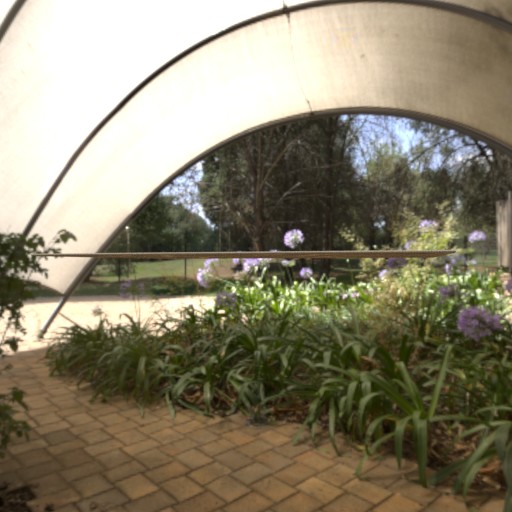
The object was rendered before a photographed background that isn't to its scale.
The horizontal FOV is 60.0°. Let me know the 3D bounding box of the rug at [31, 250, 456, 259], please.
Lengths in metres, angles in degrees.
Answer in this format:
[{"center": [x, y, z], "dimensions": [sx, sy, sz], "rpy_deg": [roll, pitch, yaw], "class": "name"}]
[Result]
[{"center": [0.000, 0.000, 2.947], "dimensions": [2.294, 0.014, 1.528], "rpy_deg": [0, -1, 19], "class": "rug"}]
